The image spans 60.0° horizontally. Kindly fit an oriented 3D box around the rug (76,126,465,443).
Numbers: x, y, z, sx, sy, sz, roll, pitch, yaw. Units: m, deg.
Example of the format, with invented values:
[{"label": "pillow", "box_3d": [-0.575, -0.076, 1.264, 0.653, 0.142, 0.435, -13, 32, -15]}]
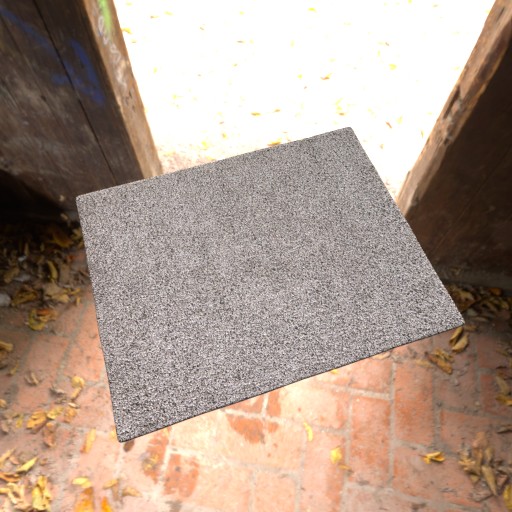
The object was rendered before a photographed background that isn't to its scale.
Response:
[{"label": "rug", "box_3d": [0.000, 0.000, 4.177, 3.047, 0.029, 2.438, -16, 63, -8]}]
